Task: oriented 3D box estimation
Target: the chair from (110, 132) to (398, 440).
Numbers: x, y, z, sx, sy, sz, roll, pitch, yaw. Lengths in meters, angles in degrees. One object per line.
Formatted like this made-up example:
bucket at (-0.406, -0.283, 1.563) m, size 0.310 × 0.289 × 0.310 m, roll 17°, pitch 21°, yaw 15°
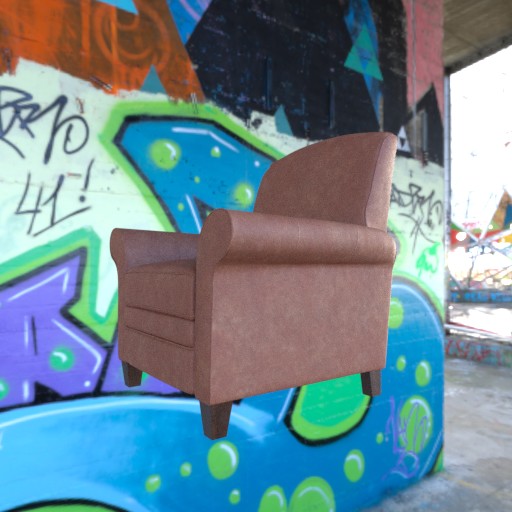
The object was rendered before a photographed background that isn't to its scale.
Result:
chair at (0.000, 0.000, 1.790) m, size 0.902 × 1.061 × 0.978 m, roll 1°, pitch -1°, yaw -36°
